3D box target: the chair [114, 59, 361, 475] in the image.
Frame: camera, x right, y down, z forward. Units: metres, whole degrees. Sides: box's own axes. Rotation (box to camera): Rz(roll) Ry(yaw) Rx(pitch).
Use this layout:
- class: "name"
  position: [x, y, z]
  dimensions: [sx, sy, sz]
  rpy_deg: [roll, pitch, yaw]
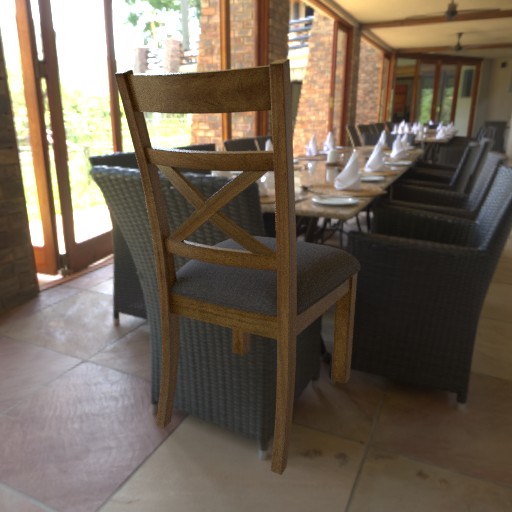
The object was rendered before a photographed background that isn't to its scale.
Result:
- class: "chair"
  position: [0.000, 0.000, 1.251]
  dimensions: [0.470, 0.949, 0.581]
  rpy_deg: [9, 19, 27]
